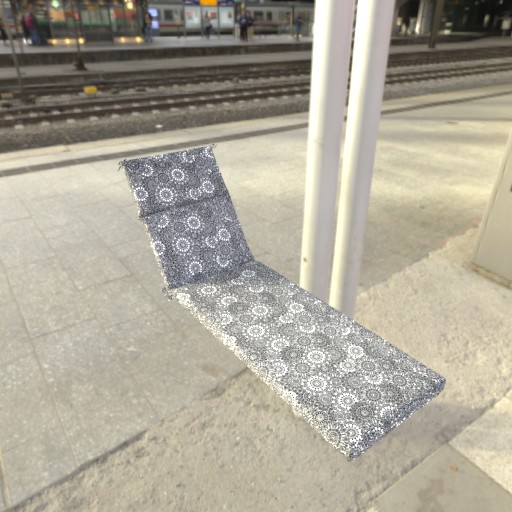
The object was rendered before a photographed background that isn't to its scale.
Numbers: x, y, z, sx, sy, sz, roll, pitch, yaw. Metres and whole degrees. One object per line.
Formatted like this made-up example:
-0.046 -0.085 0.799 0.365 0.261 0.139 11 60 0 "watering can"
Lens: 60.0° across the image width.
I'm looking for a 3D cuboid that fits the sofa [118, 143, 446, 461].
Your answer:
0.000 0.000 1.956 0.582 0.622 1.663 -19 34 -32 "sofa"
